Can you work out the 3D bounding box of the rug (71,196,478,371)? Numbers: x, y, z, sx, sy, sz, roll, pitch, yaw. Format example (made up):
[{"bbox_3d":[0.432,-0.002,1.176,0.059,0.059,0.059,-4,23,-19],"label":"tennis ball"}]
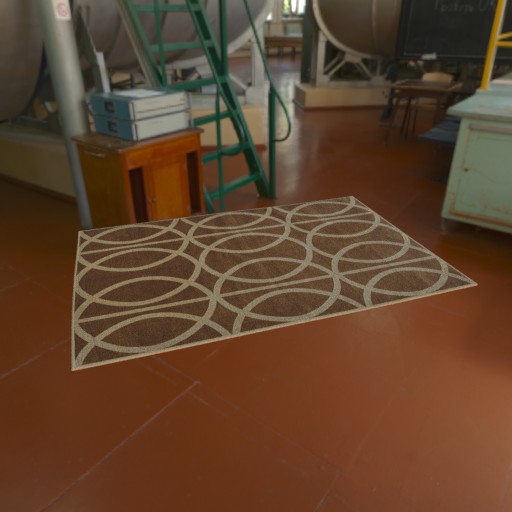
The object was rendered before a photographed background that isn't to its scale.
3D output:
[{"bbox_3d":[0.000,0.000,2.953,2.290,0.014,1.526,-9,30,-16],"label":"rug"}]
